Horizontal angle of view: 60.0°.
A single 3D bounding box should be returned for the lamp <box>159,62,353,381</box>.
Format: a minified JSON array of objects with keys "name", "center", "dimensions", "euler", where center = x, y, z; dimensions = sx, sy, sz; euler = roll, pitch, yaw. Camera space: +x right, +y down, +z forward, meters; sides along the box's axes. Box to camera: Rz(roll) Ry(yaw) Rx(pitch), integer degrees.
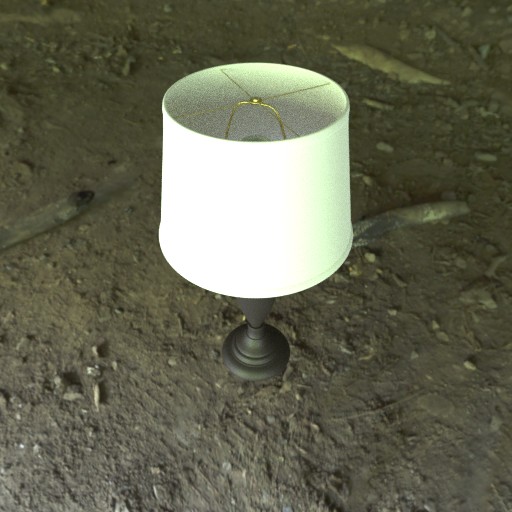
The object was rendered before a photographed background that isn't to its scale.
[{"name":"lamp","center":[0.000,0.000,0.826],"dimensions":[0.335,0.611,0.335],"euler":[0,43,0]}]
